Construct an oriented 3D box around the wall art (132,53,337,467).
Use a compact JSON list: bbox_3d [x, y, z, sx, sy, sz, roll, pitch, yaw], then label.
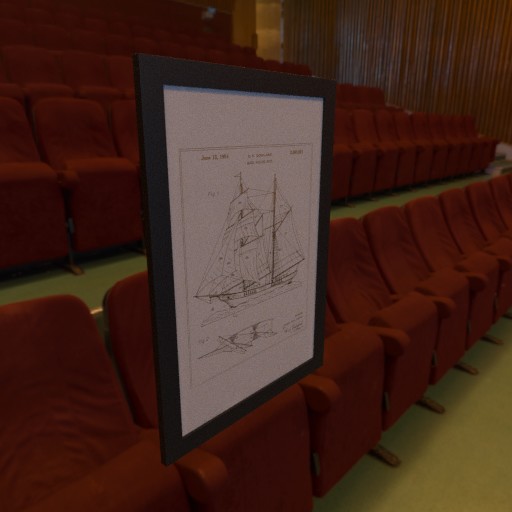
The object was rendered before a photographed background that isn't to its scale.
[{"bbox_3d":[0.000,0.000,0.684,0.013,0.534,0.381,15,22,41],"label":"wall art"}]
